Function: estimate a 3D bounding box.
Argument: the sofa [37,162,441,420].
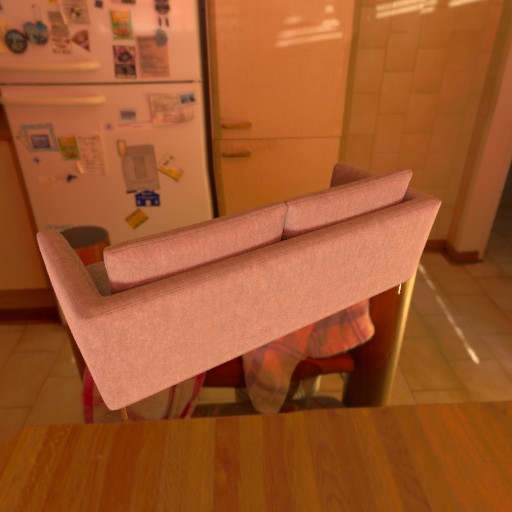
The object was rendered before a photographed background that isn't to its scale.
[{"bbox_3d":[0.000,0.000,2.564,2.121,0.864,0.889,-18,34,-29],"label":"sofa"}]
